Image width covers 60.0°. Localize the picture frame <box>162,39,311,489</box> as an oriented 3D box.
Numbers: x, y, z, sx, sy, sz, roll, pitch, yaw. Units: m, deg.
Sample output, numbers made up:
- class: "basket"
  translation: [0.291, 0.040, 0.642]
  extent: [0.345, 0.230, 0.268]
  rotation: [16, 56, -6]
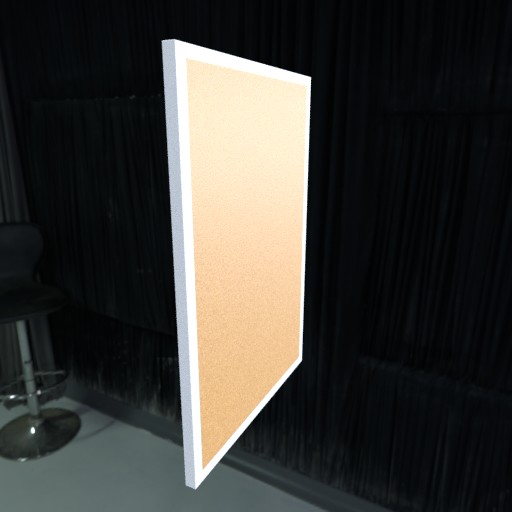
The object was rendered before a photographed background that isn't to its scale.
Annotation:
- class: "picture frame"
  translation: [0.000, 0.000, 0.542]
  extent: [0.013, 0.434, 0.305]
  rotation: [8, 18, 26]
